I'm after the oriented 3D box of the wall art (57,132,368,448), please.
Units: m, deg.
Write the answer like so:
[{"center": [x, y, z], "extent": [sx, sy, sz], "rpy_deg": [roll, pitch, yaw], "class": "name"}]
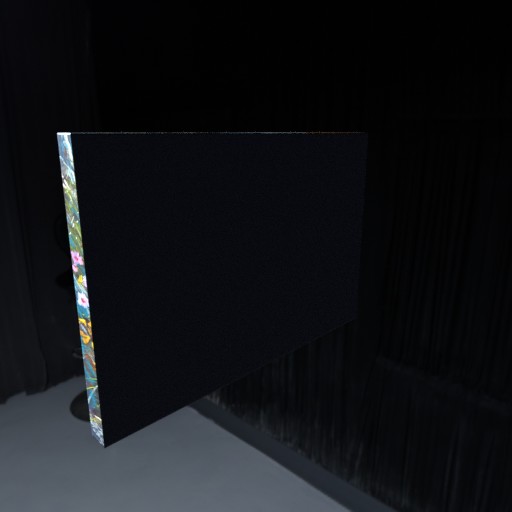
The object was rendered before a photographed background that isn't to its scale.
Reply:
[{"center": [0.000, 0.000, 0.758], "extent": [0.037, 0.406, 0.610], "rpy_deg": [15, 22, 43], "class": "wall art"}]
